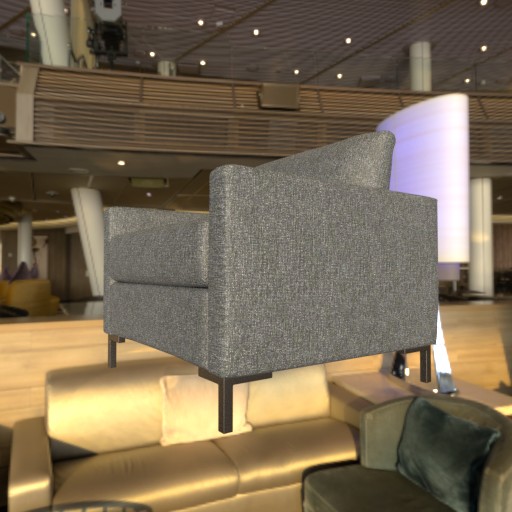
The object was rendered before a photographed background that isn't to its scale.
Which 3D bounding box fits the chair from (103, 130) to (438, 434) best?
[{"bbox_3d":[0.000,0.000,1.623,0.866,0.861,0.963,1,-2,-35],"label":"chair"}]
